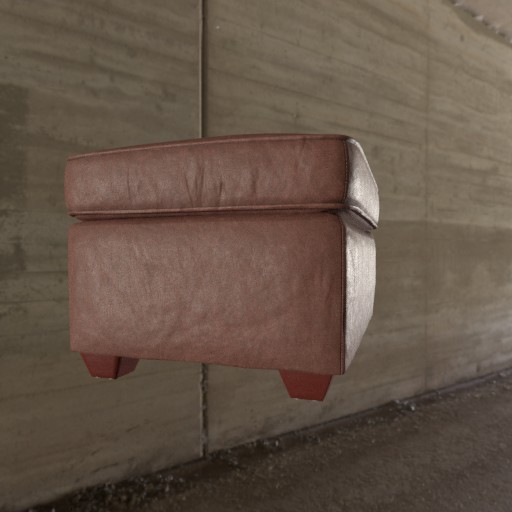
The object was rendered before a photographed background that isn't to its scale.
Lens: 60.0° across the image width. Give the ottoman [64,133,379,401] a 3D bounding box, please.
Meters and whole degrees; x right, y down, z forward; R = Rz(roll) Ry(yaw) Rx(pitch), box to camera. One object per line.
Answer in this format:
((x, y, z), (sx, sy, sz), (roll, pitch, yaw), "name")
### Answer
((0.000, 0.000, 1.070), (0.548, 0.449, 0.749), (0, 1, 18), "ottoman")
